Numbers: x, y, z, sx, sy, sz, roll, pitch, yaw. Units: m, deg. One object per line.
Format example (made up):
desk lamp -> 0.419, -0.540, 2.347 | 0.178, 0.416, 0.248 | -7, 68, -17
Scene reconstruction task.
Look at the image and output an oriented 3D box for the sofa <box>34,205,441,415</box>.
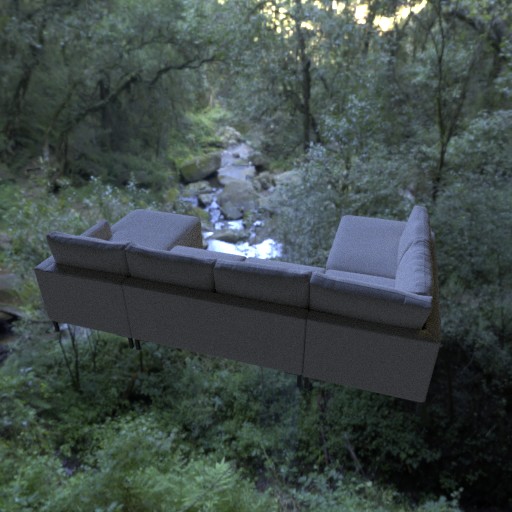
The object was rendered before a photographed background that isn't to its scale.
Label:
sofa -> 0.000, 0.000, 3.887 | 2.984, 0.862, 1.989 | 9, 31, 15
